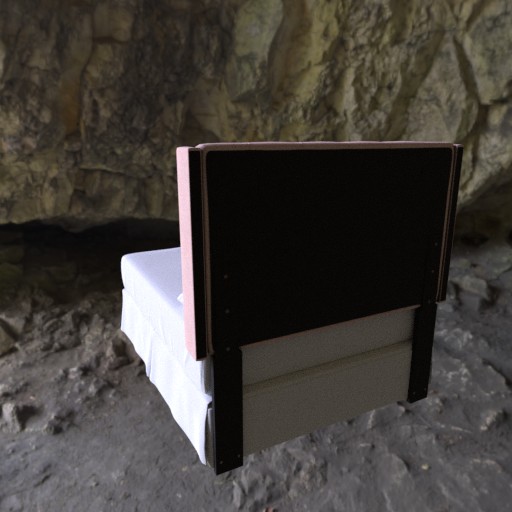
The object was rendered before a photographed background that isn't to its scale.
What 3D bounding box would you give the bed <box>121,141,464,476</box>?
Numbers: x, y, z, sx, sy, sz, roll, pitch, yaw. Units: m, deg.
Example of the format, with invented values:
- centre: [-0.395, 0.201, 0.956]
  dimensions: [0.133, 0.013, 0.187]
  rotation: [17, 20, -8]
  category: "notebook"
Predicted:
- centre: [0.000, 0.000, 3.301]
  dimensions: [1.719, 1.665, 2.066]
  rotation: [-8, 17, -27]
  category: "bed"
